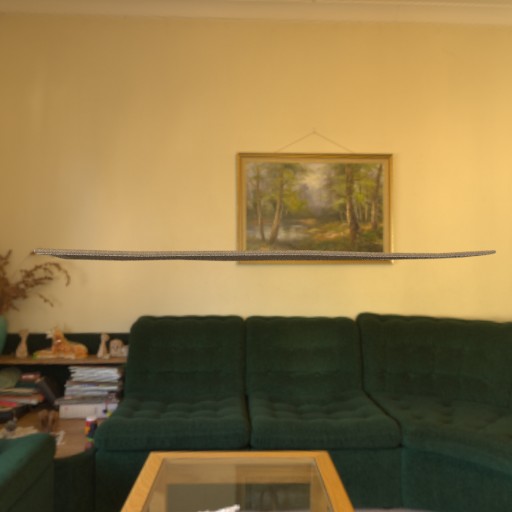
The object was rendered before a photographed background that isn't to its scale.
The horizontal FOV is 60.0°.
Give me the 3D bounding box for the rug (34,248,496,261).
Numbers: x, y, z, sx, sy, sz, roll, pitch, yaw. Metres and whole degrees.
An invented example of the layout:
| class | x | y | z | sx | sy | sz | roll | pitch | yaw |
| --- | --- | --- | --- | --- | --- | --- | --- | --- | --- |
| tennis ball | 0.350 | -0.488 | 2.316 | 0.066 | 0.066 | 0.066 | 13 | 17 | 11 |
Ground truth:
| class | x | y | z | sx | sy | sz | roll | pitch | yaw |
| --- | --- | --- | --- | --- | --- | --- | --- | --- | --- |
| rug | 0.000 | 0.000 | 2.917 | 2.430 | 0.053 | 1.553 | 0 | -1 | -19 |
